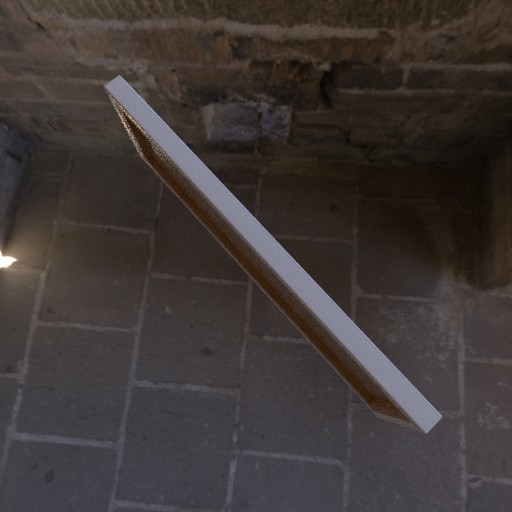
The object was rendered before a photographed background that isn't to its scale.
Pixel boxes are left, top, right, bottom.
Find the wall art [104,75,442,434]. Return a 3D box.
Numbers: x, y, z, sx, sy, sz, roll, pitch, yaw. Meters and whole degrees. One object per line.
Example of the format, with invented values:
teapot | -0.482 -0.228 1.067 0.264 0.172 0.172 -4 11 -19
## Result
wall art | 0.000 0.000 0.832 0.036 0.256 0.766 -41 79 -10
